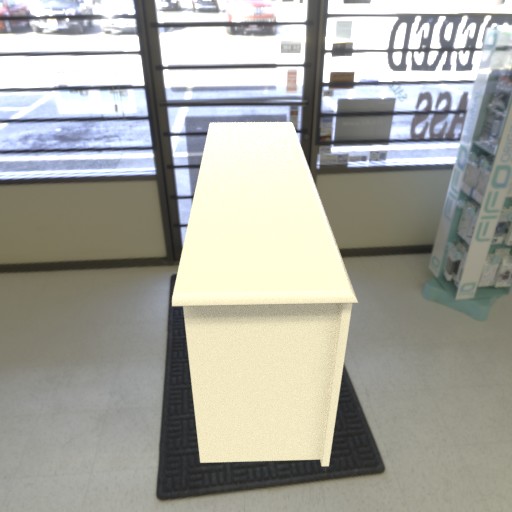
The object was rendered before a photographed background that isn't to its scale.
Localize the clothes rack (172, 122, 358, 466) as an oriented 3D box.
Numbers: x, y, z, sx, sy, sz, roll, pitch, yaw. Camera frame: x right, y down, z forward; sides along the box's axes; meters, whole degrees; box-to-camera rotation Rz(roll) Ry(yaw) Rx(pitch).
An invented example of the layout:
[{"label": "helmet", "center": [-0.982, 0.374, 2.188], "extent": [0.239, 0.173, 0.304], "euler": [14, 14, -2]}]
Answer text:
[{"label": "clothes rack", "center": [0.000, 0.000, 1.380], "extent": [0.324, 0.531, 1.120], "euler": [-1, 32, -1]}]
